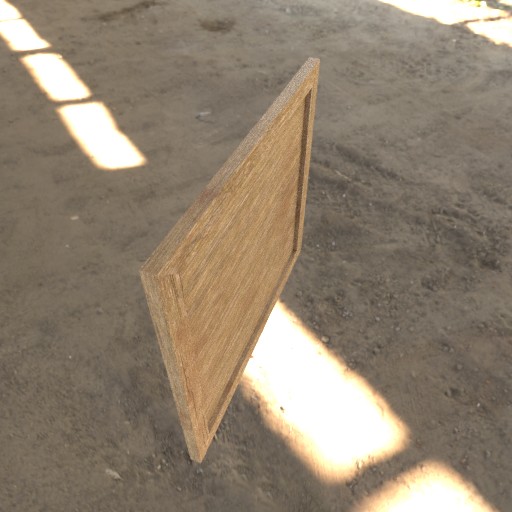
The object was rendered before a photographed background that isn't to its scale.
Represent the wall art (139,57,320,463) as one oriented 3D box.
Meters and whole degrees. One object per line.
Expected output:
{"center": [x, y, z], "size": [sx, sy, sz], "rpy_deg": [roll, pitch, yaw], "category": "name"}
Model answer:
{"center": [0.000, 0.000, 0.956], "size": [0.026, 0.588, 0.690], "rpy_deg": [16, 47, 15], "category": "wall art"}
